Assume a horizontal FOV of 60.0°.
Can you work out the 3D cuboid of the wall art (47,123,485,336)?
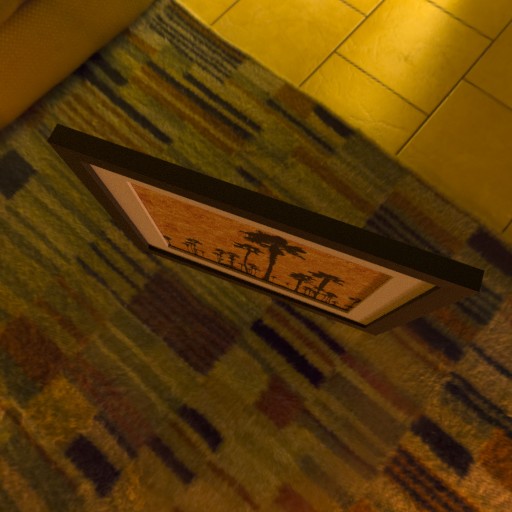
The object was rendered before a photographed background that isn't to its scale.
[{"bbox_3d":[0.000,0.000,0.762,0.561,0.460,0.028,20,75,6],"label":"wall art"}]
